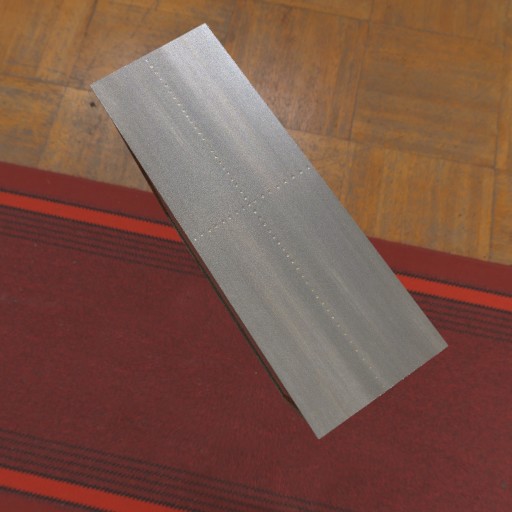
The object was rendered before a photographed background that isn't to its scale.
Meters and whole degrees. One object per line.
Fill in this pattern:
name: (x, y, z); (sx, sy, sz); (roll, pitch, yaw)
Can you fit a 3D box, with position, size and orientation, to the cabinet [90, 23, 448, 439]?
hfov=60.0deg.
cabinet: (0.000, 0.000, 1.448); (0.338, 0.919, 0.968); (-32, 78, -8)
